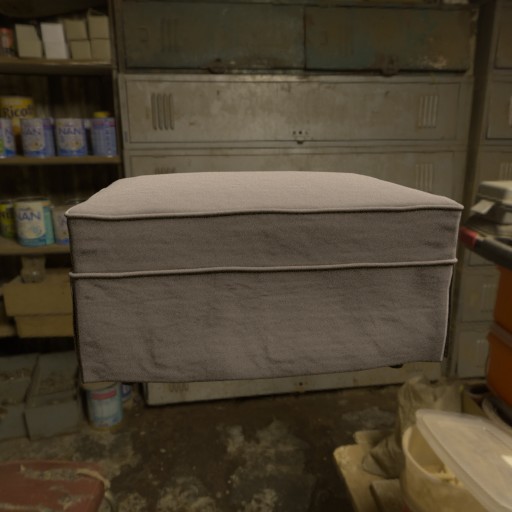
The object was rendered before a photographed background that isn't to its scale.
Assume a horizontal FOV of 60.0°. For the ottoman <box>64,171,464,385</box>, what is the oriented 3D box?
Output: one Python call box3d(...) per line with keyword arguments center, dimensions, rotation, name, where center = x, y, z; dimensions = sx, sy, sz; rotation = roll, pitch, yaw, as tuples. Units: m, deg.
box3d(center=(0.000, 0.000, 1.330), dimensions=(0.944, 0.479, 0.703), rotation=(-2, 16, -6), name="ottoman")
